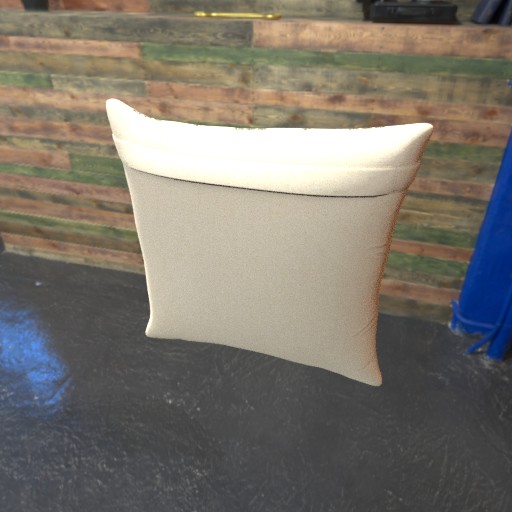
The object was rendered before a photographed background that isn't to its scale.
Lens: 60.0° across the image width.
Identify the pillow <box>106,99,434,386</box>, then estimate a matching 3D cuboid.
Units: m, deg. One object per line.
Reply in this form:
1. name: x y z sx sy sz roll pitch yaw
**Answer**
1. pillow: 0.000 0.000 0.630 0.405 0.406 0.173 9 33 14
